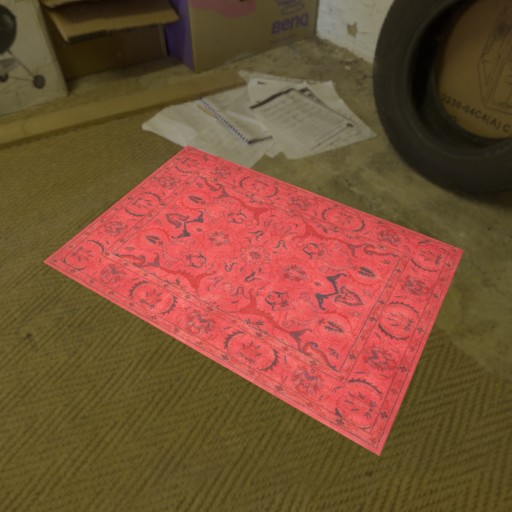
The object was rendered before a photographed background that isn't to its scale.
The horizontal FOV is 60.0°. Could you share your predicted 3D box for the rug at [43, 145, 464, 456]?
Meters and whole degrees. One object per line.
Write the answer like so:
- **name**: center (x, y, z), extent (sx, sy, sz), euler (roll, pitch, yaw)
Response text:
- **rug**: center (0.000, 0.000, 2.295), extent (1.814, 0.008, 1.209), euler (25, 53, 20)
